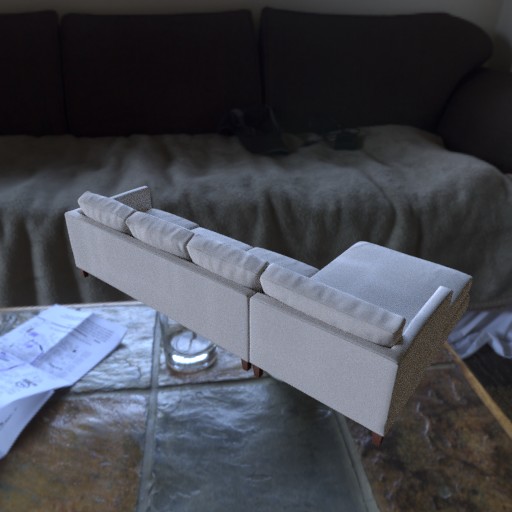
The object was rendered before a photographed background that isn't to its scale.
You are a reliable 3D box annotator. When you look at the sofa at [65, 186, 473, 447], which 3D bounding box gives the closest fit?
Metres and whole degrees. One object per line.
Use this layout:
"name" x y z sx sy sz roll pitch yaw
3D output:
"sofa" 0.000 0.000 3.834 3.186 0.861 1.625 21 36 33
